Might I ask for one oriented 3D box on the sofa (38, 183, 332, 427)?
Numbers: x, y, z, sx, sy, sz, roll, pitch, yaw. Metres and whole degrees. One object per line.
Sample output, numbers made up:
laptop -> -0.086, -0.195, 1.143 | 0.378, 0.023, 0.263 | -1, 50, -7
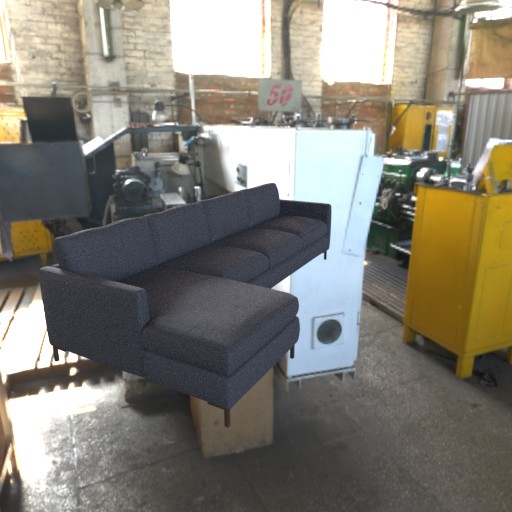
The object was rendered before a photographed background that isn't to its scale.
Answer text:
sofa -> 0.000, 0.000, 2.950 | 1.125, 0.673, 2.445 | 9, 19, 27
